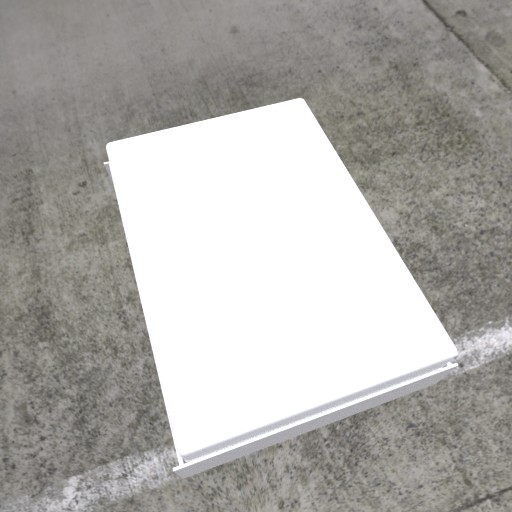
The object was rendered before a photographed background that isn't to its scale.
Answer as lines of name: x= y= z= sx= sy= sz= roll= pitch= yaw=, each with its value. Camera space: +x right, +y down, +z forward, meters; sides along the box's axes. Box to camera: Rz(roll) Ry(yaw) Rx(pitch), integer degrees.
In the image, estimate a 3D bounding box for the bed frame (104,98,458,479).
bed frame: x=0.000 y=0.000 z=2.614 sx=1.445 sy=0.497 sz=1.945 roll=-16 pitch=59 yaw=-10
